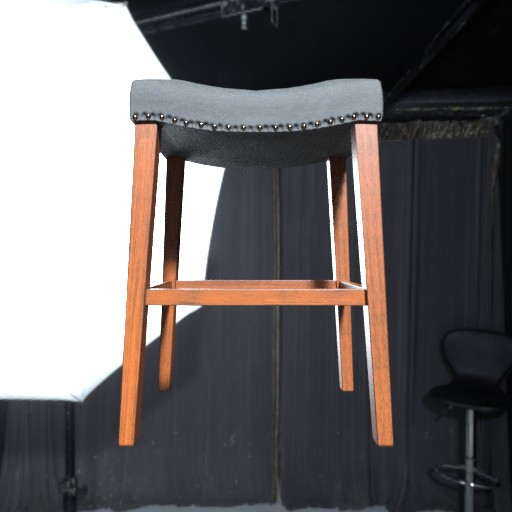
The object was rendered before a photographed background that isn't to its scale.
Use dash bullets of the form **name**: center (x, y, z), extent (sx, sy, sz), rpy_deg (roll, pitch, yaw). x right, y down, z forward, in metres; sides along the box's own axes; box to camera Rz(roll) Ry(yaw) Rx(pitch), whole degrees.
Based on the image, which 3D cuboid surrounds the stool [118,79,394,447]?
- **stool**: center (0.000, 0.000, 0.867), extent (0.439, 0.612, 0.320), rpy_deg (0, 0, 0)
